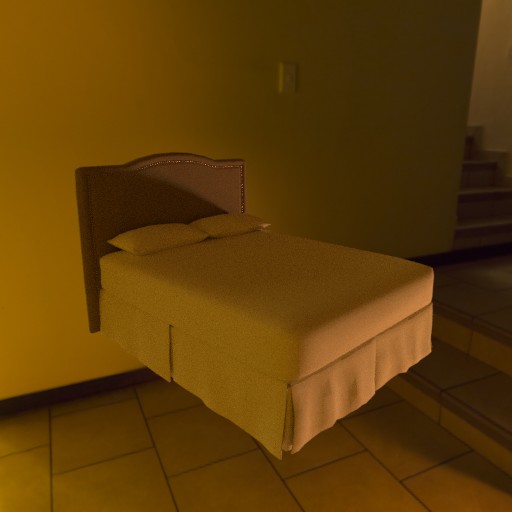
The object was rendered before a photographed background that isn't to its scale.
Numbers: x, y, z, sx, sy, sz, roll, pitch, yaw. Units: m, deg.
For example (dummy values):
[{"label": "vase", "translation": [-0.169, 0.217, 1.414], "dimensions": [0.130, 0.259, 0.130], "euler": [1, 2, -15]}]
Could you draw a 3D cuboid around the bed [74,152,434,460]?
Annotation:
[{"label": "bed", "translation": [0.000, 0.000, 3.287], "dimensions": [1.744, 1.441, 2.128], "euler": [-15, 21, -43]}]
